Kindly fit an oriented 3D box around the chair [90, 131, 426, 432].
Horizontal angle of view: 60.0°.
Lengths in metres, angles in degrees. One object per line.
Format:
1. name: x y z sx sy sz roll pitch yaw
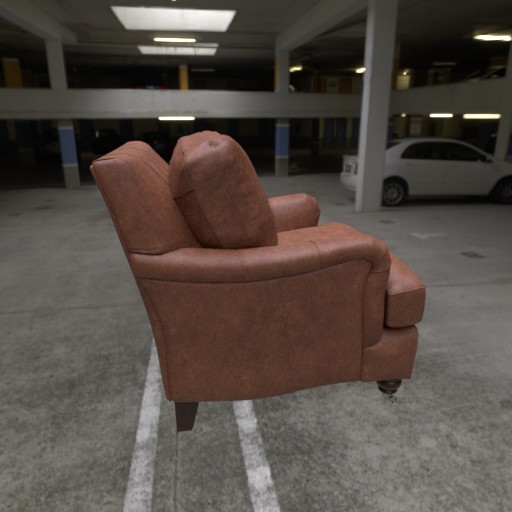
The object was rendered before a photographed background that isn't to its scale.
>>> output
1. chair: 0.000 0.000 1.950 1.158 1.055 0.986 -3 18 -9
